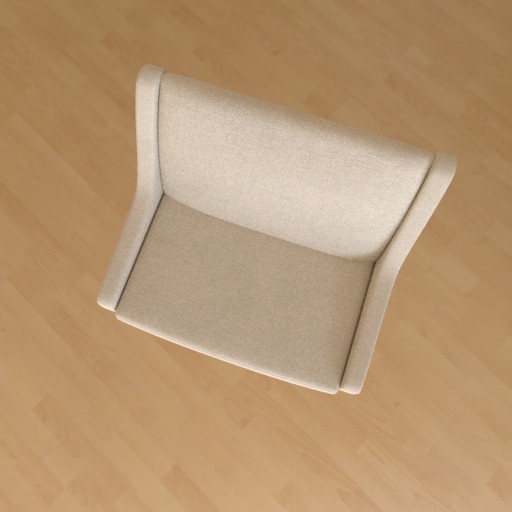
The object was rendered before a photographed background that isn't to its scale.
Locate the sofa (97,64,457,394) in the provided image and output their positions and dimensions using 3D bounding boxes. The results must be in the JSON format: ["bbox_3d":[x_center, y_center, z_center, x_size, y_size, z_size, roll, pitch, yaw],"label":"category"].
[{"bbox_3d":[0.000,0.000,1.964,1.212,0.976,0.946,18,77,4],"label":"sofa"}]
